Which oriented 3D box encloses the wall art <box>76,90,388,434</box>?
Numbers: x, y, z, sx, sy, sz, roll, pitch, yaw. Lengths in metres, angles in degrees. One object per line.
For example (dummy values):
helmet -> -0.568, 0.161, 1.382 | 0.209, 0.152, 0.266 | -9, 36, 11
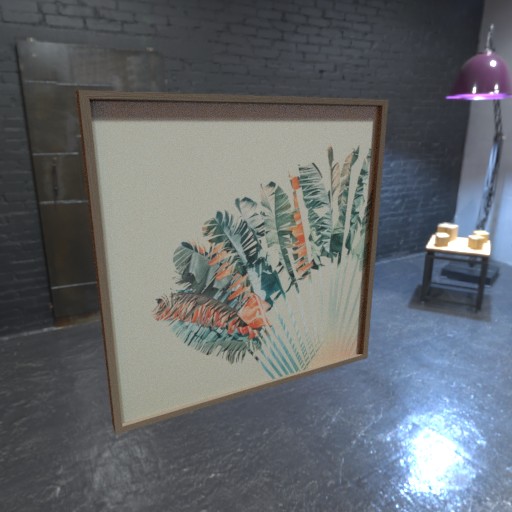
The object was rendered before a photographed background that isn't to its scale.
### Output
wall art -> 0.000, 0.000, 1.115 | 0.761, 0.758, 0.038 | -9, 19, -26
